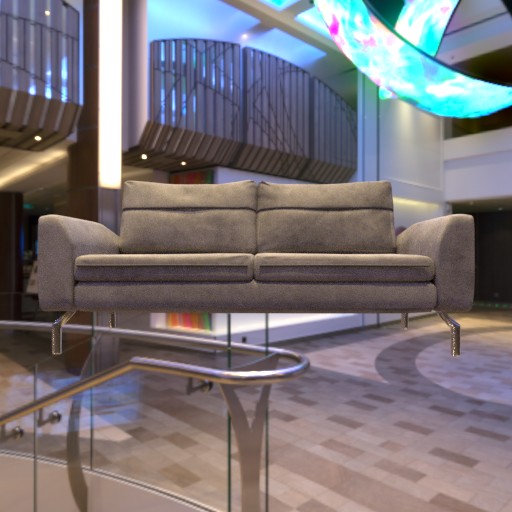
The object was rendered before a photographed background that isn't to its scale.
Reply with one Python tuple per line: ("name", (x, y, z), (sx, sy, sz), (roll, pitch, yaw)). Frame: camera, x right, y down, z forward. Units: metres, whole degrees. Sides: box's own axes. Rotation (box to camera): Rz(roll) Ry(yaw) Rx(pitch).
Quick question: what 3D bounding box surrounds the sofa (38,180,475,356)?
("sofa", (0.000, 0.000, 2.257), (1.837, 0.859, 0.849), (0, 0, 1))
